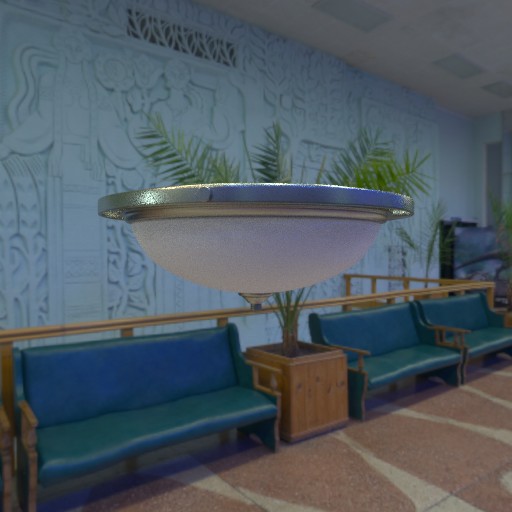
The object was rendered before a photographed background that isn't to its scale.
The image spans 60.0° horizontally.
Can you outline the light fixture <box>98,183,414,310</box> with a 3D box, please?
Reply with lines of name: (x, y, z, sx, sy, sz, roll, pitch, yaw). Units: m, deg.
light fixture: (0.000, 0.000, 0.537, 0.361, 0.130, 0.361, 0, 1, 0)
